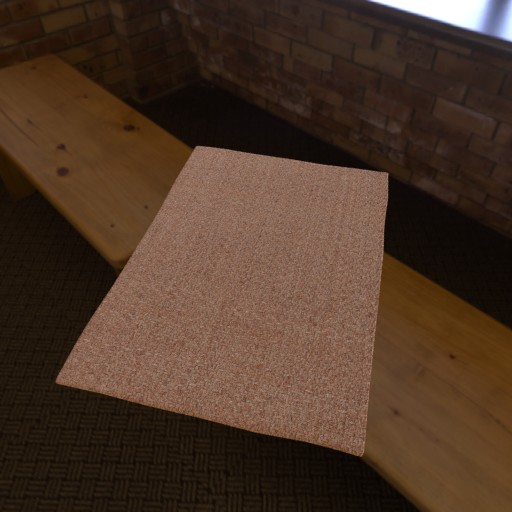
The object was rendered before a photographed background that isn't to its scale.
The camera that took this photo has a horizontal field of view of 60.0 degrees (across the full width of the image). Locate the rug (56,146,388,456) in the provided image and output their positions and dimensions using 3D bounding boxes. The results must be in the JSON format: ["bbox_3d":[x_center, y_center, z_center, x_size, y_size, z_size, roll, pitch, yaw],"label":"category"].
[{"bbox_3d":[0.000,0.000,2.788,1.566,0.013,2.141,10,48,9],"label":"rug"}]
